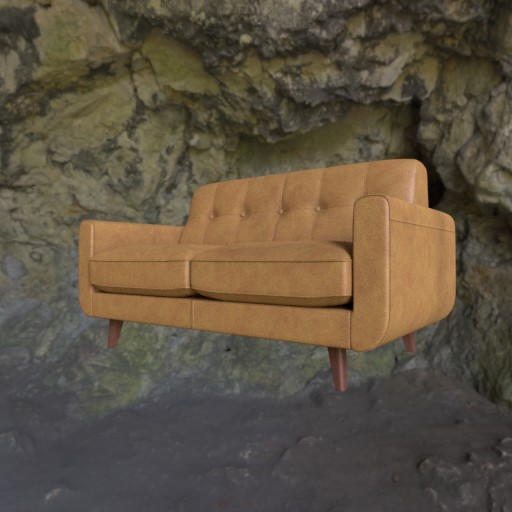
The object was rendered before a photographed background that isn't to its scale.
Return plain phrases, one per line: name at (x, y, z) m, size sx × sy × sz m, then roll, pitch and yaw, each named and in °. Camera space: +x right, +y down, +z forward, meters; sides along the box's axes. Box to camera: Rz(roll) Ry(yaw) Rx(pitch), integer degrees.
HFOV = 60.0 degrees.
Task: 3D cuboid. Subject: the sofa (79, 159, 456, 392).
sofa at (0.000, 0.000, 2.191) m, size 1.651 × 0.925 × 0.952 m, roll 0°, pitch -1°, yaw 36°
